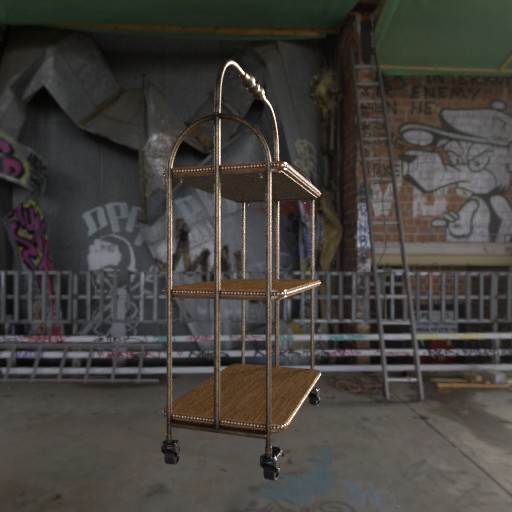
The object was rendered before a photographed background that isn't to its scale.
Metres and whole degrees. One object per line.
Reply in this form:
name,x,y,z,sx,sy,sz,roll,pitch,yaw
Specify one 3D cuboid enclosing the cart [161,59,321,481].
cart,0.000,0.000,1.350,0.330,1.052,0.650,0,0,18
